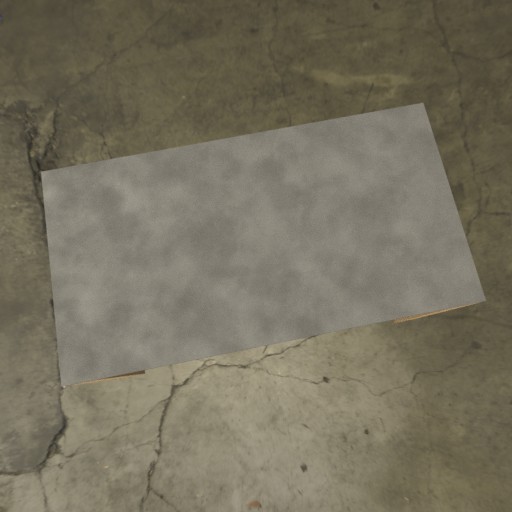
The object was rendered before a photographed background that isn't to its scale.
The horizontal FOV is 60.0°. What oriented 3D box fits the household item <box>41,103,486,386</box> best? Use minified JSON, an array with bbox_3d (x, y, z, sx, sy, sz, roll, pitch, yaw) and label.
[{"bbox_3d":[0.000,0.000,2.097,1.600,0.755,0.850,-11,77,-3],"label":"household item"}]
